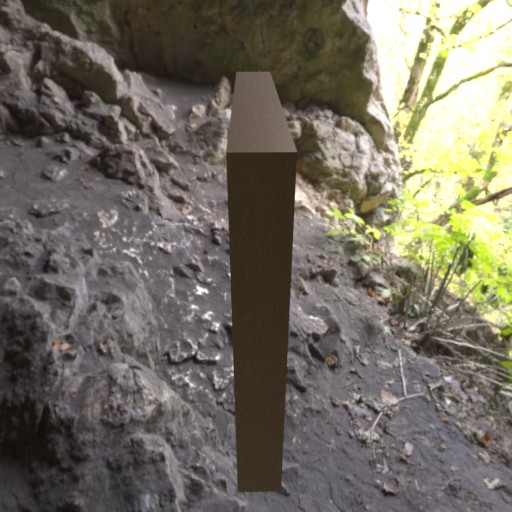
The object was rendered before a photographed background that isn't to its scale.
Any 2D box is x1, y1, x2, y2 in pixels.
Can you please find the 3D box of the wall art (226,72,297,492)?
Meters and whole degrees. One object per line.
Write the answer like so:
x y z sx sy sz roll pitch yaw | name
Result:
0.000 0.000 0.446 0.038 0.305 0.304 -1 30 -1 | wall art
